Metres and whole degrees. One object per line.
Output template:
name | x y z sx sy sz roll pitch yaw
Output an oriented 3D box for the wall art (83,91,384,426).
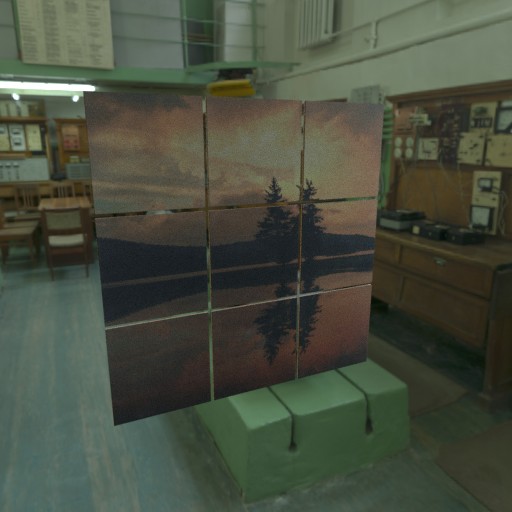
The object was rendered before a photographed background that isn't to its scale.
wall art | 0.000 0.000 1.814 1.216 1.218 0.013 -7 16 -24
